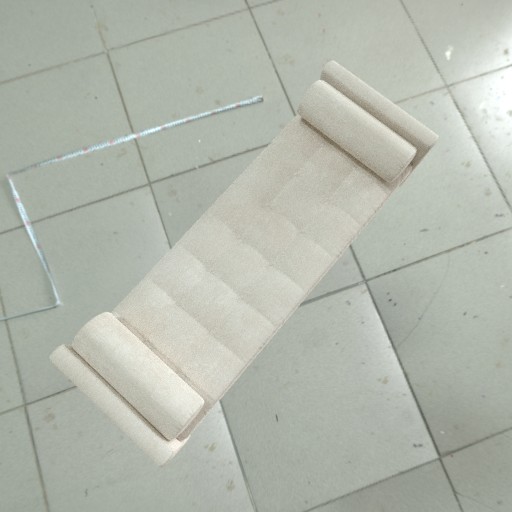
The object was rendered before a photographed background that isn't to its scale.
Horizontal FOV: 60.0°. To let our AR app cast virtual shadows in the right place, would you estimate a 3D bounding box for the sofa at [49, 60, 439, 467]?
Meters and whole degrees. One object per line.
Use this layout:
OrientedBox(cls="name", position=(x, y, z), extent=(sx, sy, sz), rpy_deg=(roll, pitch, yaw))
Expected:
OrientedBox(cls="sofa", position=(0.000, 0.000, 2.329), extent=(0.686, 0.635, 1.981), rpy_deg=(40, 79, 9))
